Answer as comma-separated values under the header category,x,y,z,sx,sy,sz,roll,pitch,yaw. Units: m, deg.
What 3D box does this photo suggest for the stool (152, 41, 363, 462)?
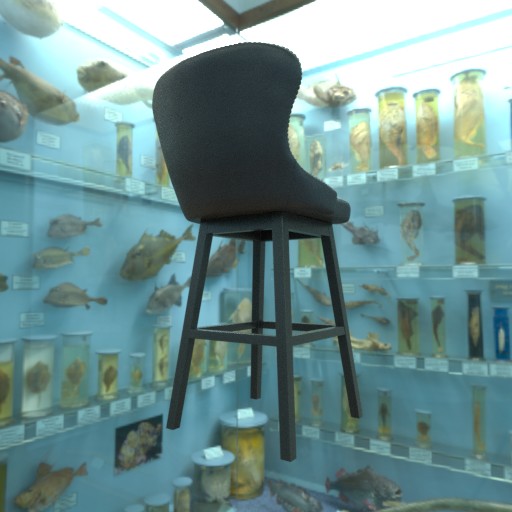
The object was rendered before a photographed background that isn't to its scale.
category,x,y,z,sx,sy,sz,roll,pitch,yaw
stool,0.000,0.000,1.384,0.528,1.050,0.601,-3,-4,35
